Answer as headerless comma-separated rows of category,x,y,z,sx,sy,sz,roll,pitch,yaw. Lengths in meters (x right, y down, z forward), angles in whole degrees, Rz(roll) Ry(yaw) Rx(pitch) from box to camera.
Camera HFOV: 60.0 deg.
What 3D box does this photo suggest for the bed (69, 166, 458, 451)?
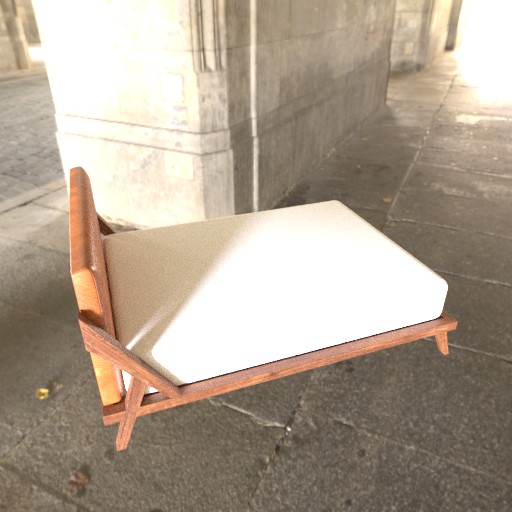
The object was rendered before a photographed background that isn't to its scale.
bed,0.000,0.000,3.184,2.311,1.168,1.651,-10,32,-17
